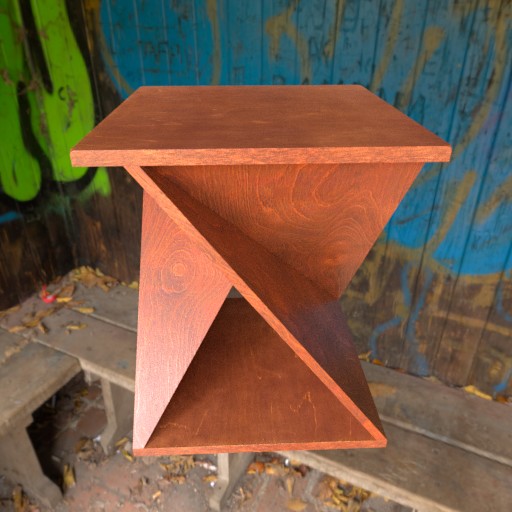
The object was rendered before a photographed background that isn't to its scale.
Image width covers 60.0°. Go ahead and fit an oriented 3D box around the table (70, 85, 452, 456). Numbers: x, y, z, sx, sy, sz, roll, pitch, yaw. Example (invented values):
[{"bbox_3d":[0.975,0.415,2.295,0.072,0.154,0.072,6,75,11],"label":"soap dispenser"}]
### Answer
[{"bbox_3d":[0.000,0.000,0.807,0.427,0.520,0.427,-1,30,-2],"label":"table"}]
